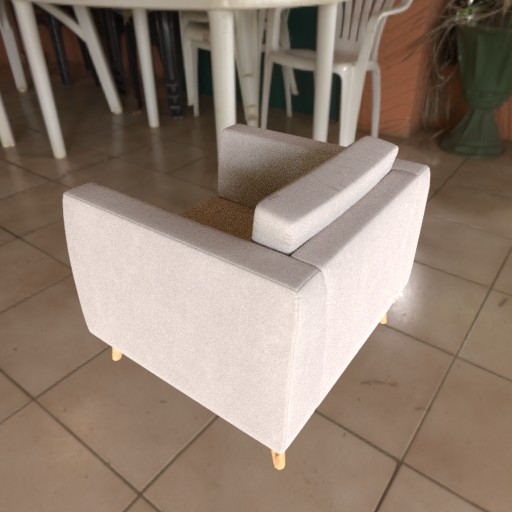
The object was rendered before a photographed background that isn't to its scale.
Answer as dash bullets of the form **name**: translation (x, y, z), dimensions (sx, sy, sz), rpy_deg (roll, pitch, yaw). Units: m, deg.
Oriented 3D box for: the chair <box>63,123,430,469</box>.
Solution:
- **chair**: translation (0.000, 0.000, 1.692), dimensions (0.930, 0.860, 1.000), rpy_deg (22, 39, 29)
